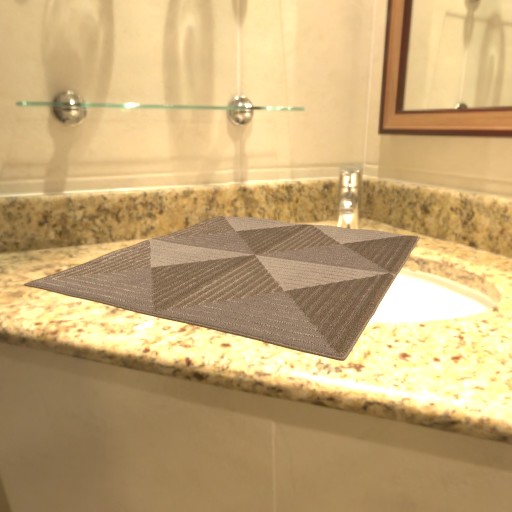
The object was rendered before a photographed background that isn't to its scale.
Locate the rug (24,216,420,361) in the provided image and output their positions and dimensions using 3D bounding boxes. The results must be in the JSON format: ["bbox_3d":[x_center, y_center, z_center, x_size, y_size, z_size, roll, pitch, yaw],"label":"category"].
[{"bbox_3d":[0.000,0.000,0.890,0.551,0.008,0.642,8,19,26],"label":"rug"}]
